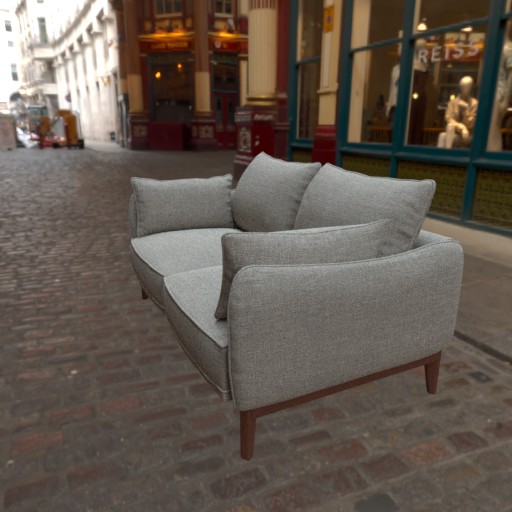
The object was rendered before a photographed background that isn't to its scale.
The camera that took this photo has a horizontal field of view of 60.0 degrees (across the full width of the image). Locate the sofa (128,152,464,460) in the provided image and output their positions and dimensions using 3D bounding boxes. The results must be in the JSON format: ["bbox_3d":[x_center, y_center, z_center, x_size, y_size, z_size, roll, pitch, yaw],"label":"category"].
[{"bbox_3d":[0.000,0.000,2.095,0.972,0.851,1.580,-8,19,-25],"label":"sofa"}]
